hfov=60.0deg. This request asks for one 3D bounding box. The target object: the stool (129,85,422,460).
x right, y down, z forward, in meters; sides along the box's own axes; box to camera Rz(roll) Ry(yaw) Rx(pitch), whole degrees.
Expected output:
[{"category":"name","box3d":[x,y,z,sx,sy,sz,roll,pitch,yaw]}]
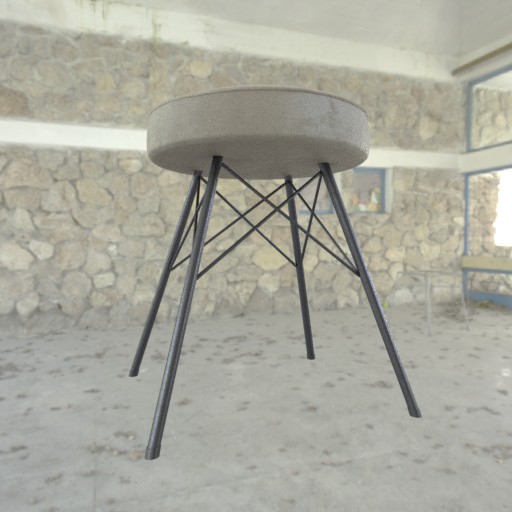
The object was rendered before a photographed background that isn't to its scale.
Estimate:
[{"category":"stool","box3d":[0.000,0.000,0.856,0.457,0.538,0.423,-1,2,-19]}]
